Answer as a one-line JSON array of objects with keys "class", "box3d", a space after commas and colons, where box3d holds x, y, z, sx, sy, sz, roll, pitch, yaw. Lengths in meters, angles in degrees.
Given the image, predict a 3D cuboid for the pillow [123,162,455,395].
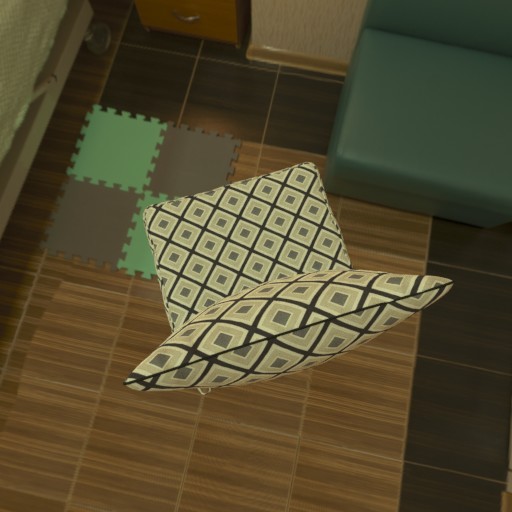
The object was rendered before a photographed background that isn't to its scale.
[{"class": "pillow", "box3d": [0.000, 0.000, 1.372, 0.798, 0.722, 0.733, -16, 75, -5]}]
